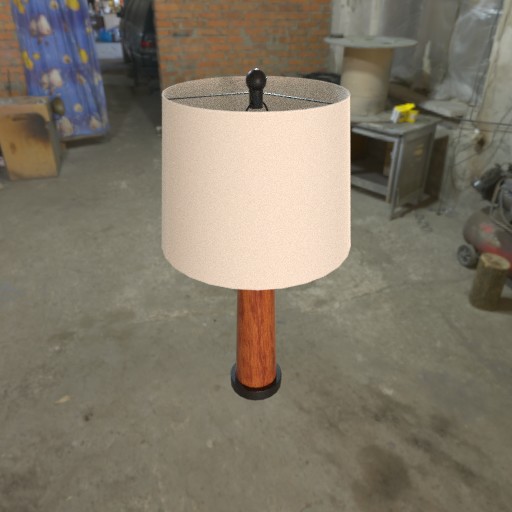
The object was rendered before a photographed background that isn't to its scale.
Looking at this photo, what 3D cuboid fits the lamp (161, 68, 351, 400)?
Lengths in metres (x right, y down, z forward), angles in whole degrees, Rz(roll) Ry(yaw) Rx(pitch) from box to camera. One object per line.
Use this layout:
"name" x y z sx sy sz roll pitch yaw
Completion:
"lamp" 0.000 0.000 0.850 0.349 0.667 0.349 0 31 0
